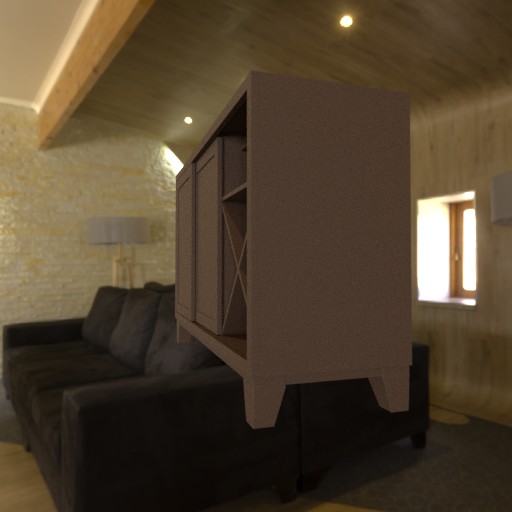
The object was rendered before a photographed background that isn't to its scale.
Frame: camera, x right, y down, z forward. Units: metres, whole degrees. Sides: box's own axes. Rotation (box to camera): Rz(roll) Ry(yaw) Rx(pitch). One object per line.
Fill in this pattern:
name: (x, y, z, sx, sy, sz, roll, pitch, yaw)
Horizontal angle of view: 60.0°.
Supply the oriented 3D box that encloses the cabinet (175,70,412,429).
cabinet: (0.000, 0.000, 1.860, 0.482, 0.914, 1.396, 0, -1, -18)
